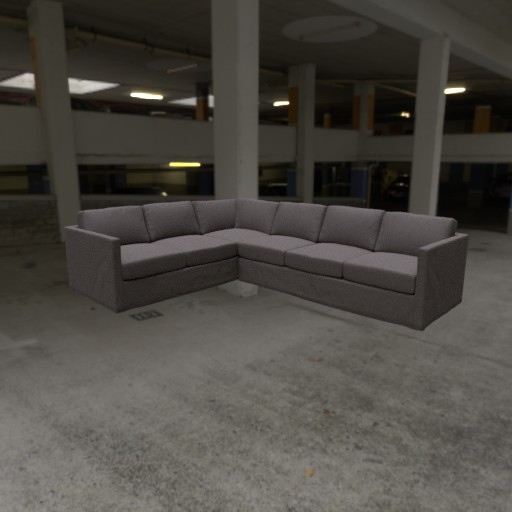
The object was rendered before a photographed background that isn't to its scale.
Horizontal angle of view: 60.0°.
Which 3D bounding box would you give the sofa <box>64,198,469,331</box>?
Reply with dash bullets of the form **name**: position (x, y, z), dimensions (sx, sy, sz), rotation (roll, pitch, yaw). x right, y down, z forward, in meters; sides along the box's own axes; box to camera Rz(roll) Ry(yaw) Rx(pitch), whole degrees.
- **sofa**: position (0.000, 0.000, 4.374), dimensions (3.182, 0.871, 2.432), rotation (12, 17, 43)
